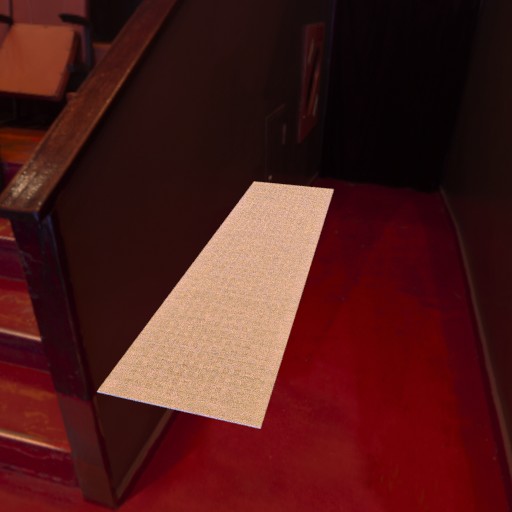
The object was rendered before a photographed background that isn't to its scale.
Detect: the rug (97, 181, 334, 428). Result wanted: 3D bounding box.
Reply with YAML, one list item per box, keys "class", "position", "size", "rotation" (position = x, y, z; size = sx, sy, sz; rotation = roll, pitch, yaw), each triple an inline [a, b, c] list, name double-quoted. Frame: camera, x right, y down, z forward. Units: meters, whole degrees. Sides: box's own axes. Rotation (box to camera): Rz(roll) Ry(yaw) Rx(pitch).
- class: "rug"
  position: [0.000, 0.000, 2.740]
  size: [0.686, 0.006, 2.437]
  rotation: [8, 31, 13]
